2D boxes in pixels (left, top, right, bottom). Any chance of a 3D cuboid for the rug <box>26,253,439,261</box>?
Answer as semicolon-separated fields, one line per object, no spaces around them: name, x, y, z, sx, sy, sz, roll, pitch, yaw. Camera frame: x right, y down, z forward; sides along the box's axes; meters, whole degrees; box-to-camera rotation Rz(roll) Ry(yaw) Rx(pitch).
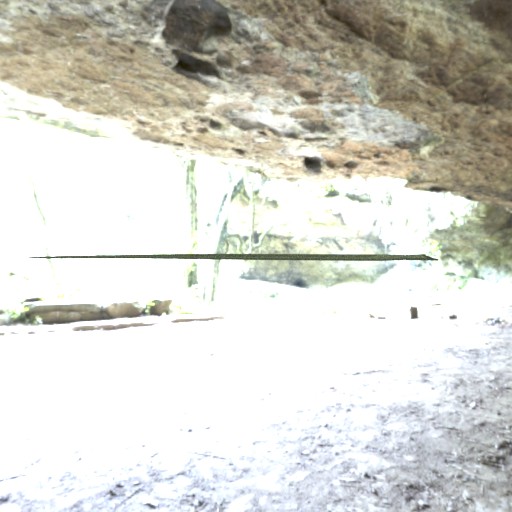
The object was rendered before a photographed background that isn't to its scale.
rug;0.000;0.000;4.188;3.069;0.026;2.451;0;1;19
